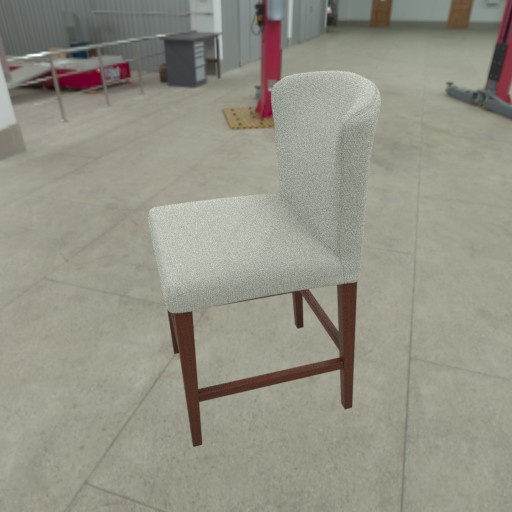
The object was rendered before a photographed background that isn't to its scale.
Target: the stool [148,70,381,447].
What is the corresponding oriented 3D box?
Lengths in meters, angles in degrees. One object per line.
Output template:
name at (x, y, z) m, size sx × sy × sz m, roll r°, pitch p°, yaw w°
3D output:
stool at (0.000, 0.000, 1.293) m, size 0.568 × 0.969 × 0.481 m, roll -9°, pitch 32°, yaw -14°
